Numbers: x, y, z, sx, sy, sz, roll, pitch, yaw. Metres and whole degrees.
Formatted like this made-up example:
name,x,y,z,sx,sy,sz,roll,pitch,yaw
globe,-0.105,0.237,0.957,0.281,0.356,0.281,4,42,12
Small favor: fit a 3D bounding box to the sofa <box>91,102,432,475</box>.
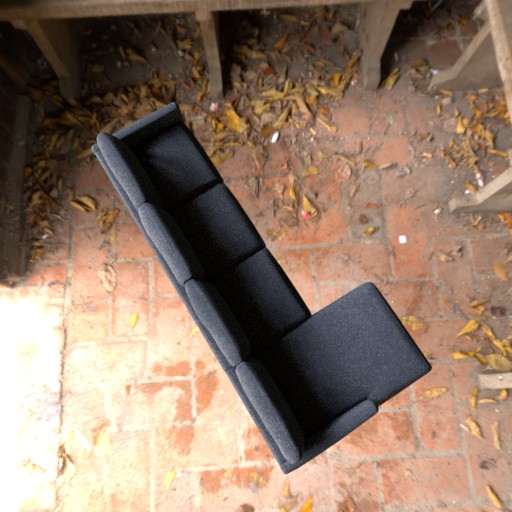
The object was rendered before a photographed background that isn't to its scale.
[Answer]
name,x,y,z,sx,sy,sz,roll,pitch,yaw
sofa,0.000,0.000,3.541,1.350,0.810,2.932,-31,78,-8
